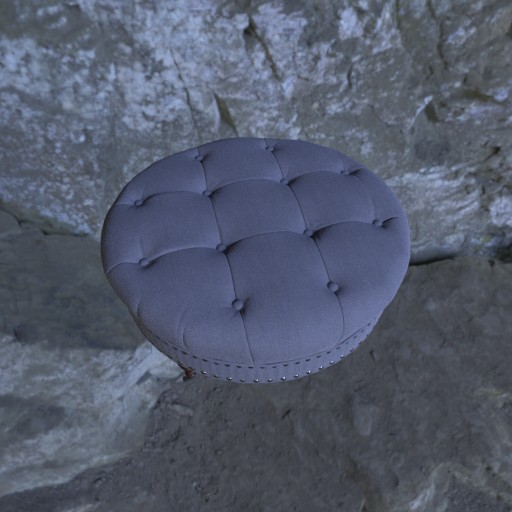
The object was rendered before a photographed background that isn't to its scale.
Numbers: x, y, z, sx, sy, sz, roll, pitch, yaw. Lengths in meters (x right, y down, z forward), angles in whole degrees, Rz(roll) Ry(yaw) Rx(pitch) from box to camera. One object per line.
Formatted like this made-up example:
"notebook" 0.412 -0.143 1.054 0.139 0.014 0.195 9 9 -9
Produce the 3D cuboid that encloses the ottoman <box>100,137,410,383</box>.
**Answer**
"ottoman" 0.000 0.000 1.427 0.901 0.439 0.901 0 47 0
